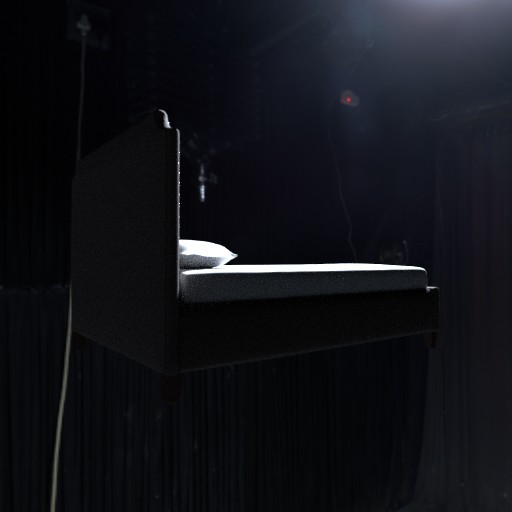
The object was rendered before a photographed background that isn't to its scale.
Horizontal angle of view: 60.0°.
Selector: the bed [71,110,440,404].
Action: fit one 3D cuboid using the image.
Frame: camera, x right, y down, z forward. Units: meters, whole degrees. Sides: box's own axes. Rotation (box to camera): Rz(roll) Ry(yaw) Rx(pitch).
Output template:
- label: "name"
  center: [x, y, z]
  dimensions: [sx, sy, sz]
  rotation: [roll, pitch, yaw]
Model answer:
- label: "bed"
  center: [0.000, 0.000, 3.452]
  dimensions: [2.372, 1.443, 1.713]
  rotation: [0, -1, -37]
